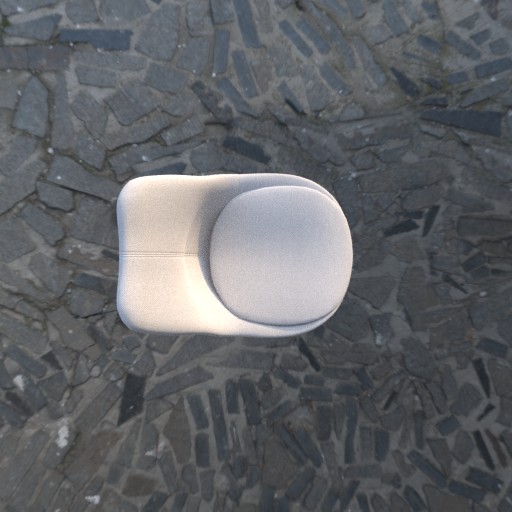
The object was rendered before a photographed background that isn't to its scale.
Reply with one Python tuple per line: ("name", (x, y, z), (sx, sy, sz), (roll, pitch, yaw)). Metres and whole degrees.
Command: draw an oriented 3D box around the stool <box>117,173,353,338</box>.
("stool", (0.000, 0.000, 1.415), (0.550, 1.115, 0.484), (0, 90, 0))
